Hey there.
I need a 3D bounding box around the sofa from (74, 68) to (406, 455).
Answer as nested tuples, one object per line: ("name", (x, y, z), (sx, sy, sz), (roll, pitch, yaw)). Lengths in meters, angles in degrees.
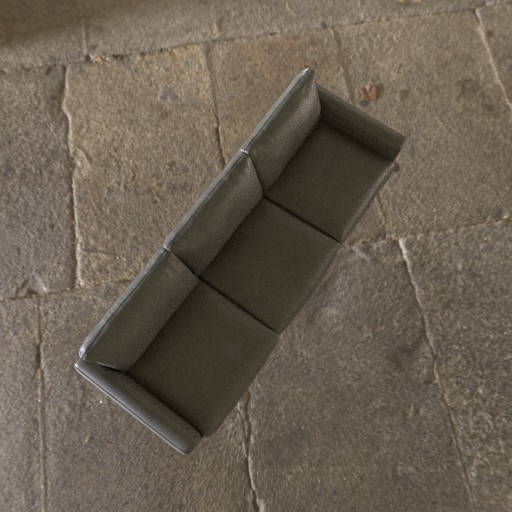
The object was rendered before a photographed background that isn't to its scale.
("sofa", (0.000, 0.000, 2.450), (0.748, 0.805, 2.029), (34, 77, 9))
